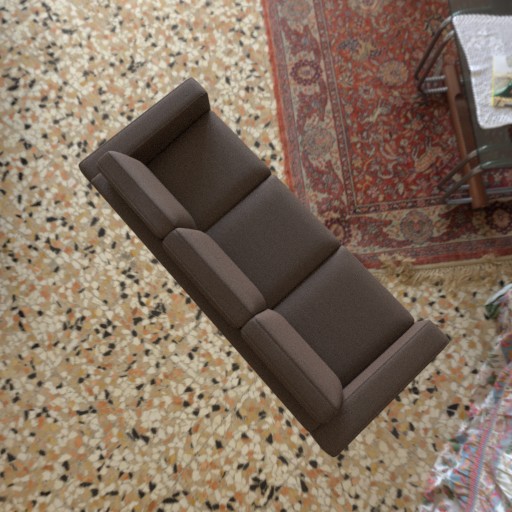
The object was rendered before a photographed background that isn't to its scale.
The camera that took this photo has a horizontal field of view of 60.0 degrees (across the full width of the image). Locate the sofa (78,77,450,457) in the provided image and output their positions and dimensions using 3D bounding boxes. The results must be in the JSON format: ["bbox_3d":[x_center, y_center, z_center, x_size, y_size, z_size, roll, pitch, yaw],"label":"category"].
[{"bbox_3d":[0.000,0.000,2.648,0.900,0.806,2.160,-41,81,-8],"label":"sofa"}]
